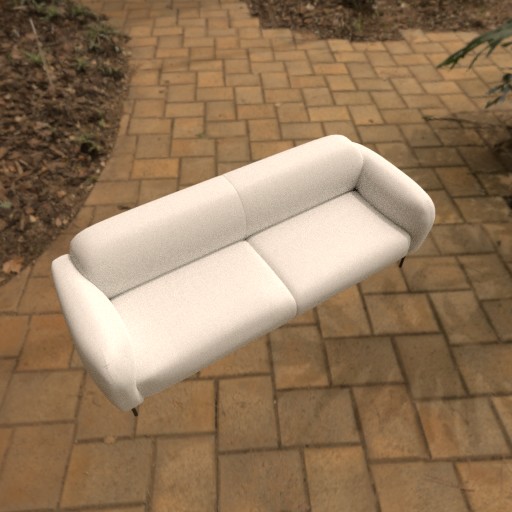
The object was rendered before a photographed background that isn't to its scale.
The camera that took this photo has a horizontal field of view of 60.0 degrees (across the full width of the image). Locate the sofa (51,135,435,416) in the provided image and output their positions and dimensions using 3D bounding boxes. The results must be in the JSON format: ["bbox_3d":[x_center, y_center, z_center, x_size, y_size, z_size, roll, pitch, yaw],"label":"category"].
[{"bbox_3d":[0.000,0.000,2.731,2.257,0.780,0.880,-25,52,-22],"label":"sofa"}]
